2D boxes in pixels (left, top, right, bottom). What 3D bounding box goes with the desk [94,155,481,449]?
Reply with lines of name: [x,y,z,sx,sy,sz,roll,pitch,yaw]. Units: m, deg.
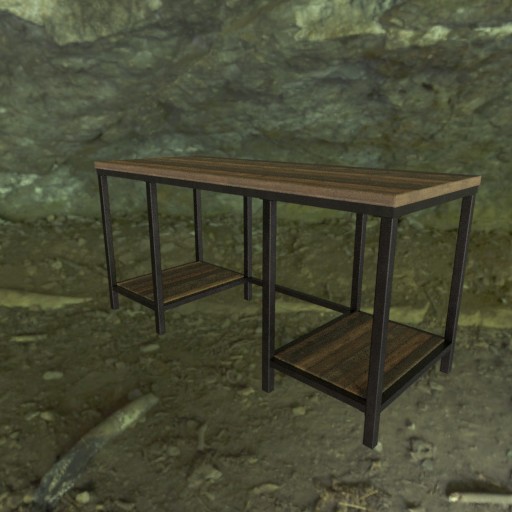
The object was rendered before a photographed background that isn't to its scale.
desk: [0.000,0.000,1.915,1.538,0.753,0.617,15,22,42]
